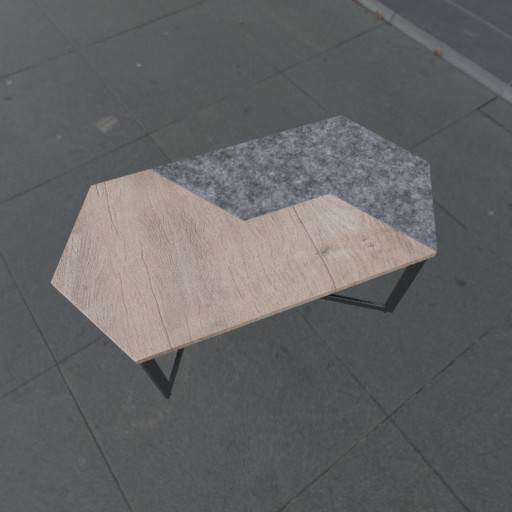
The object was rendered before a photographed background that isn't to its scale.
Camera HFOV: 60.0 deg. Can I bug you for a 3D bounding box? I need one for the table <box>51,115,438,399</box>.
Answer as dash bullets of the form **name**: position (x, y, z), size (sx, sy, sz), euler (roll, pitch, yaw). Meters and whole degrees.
- **table**: position (0.000, 0.000, 1.535), size (1.219, 0.457, 0.609), euler (-18, 61, -11)
